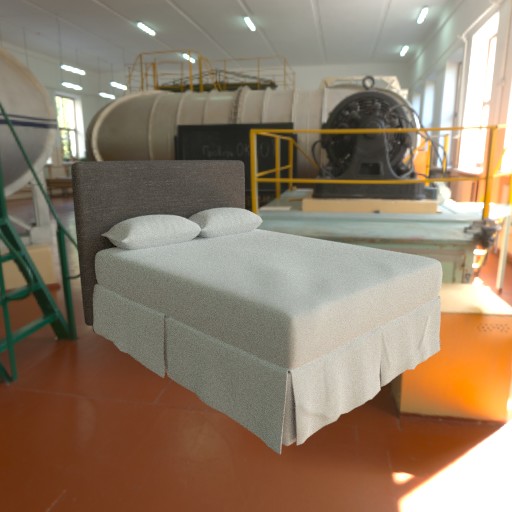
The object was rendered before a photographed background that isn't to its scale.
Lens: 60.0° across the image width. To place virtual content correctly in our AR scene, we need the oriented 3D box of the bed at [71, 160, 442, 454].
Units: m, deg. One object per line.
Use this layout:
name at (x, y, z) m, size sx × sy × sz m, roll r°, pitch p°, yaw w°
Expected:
bed at (0.000, 0.000, 3.186) m, size 1.723 × 1.330 × 2.142 m, roll -12°, pitch 18°, yaw -43°
